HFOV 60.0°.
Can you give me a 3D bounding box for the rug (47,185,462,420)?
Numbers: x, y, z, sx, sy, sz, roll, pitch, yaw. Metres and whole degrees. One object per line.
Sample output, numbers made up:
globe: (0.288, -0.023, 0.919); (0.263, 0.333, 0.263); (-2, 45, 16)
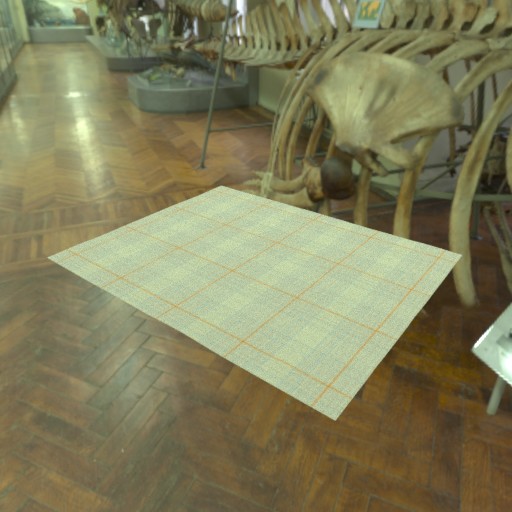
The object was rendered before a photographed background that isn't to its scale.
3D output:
rug: (0.000, 0.000, 4.164); (3.051, 0.021, 2.448); (21, 35, 32)
